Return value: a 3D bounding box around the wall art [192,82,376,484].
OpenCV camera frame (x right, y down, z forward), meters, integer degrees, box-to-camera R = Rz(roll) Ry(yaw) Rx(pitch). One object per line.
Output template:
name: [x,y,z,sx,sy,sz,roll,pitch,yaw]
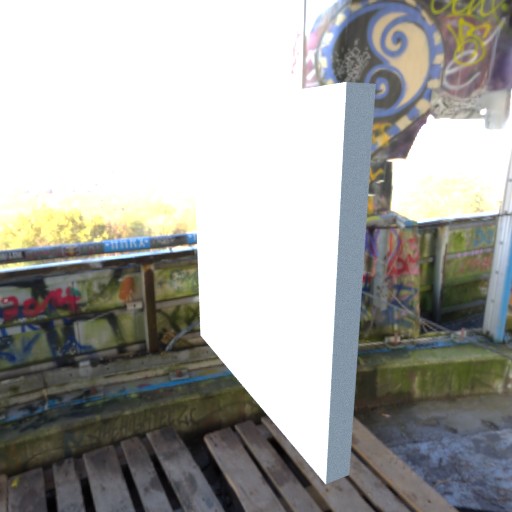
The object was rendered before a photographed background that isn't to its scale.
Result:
wall art: [0.000,0.000,0.529,0.027,0.355,0.355,-7,17,-25]
